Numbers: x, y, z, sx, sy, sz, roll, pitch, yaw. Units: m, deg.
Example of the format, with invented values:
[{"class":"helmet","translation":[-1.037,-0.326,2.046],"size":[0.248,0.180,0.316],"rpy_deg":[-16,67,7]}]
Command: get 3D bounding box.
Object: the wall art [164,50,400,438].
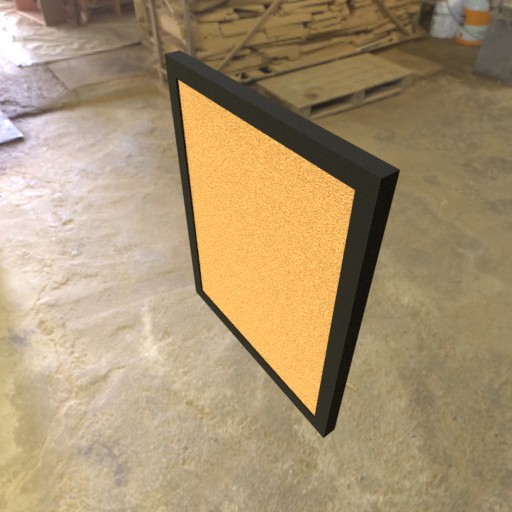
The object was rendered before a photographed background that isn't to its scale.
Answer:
[{"class":"wall art","translation":[0.000,0.000,0.770],"size":[0.029,0.559,0.457],"rpy_deg":[-26,49,-26]}]
